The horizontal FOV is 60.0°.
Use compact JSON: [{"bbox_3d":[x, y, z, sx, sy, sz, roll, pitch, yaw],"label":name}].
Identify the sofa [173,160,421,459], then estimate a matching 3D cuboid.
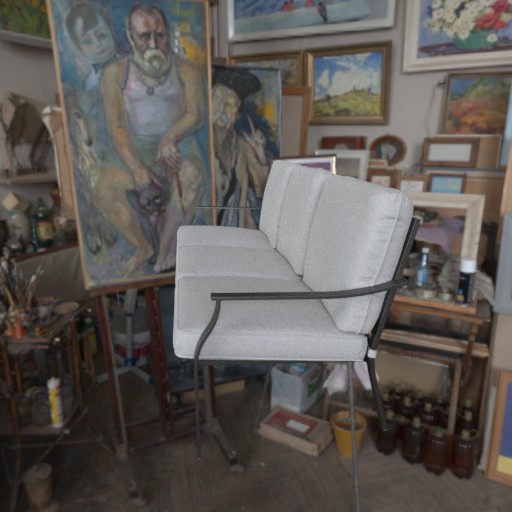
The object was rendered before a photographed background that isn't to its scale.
[{"bbox_3d":[0.000,0.000,2.192,0.787,0.860,1.740,-2,16,-9],"label":"sofa"}]
